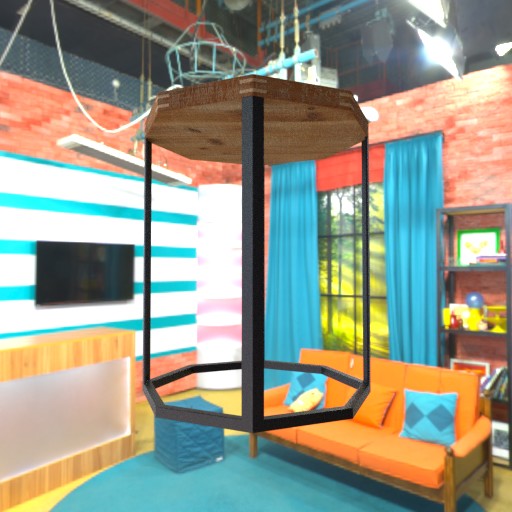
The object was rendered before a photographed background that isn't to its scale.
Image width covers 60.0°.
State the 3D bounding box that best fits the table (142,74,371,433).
[{"bbox_3d":[0.000,0.000,0.898,0.458,0.543,0.458,0,-2,1],"label":"table"}]
